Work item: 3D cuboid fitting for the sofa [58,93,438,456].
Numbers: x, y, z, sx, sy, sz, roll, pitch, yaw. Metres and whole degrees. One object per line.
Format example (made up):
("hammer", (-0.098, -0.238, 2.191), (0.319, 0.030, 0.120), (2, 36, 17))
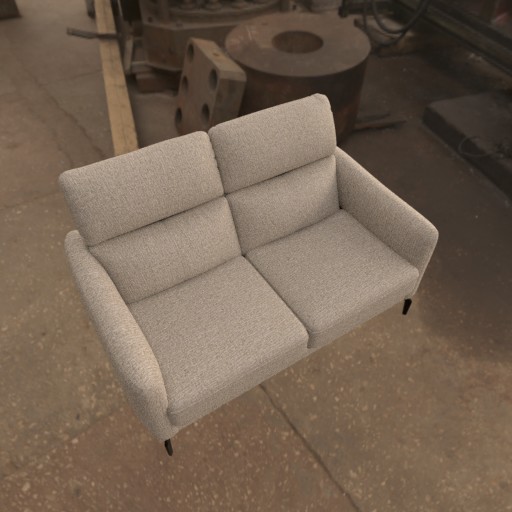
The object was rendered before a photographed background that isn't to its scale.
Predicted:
("sofa", (0.000, 0.000, 2.073), (1.540, 0.950, 0.905), (-24, 50, -22))
